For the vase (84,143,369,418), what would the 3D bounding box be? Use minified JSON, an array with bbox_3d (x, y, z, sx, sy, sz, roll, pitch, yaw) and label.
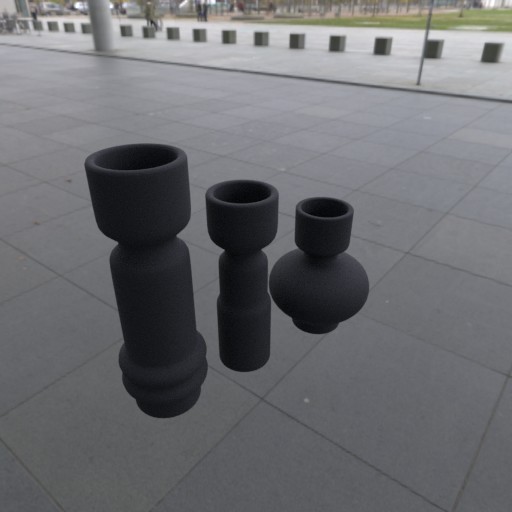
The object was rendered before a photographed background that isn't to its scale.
[{"bbox_3d":[0.000,0.000,0.451,0.307,0.249,0.120,-20,35,-31],"label":"vase"}]
